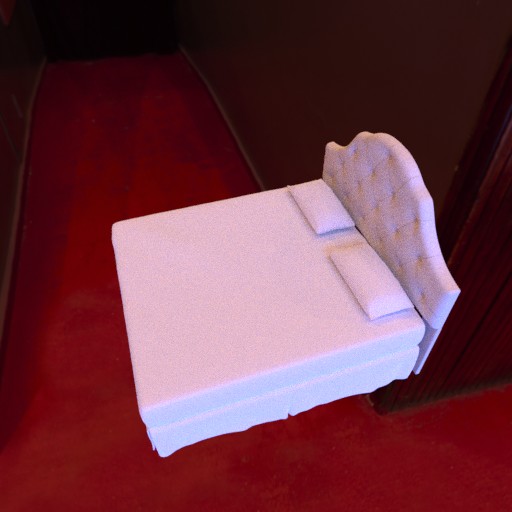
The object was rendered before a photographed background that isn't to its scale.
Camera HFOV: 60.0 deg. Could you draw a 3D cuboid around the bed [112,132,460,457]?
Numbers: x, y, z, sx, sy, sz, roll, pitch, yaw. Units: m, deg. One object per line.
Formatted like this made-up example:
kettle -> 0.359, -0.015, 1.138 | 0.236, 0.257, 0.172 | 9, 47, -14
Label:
bed -> 0.000, 0.000, 3.522 | 2.214, 1.615, 2.008 | -13, 47, -13
